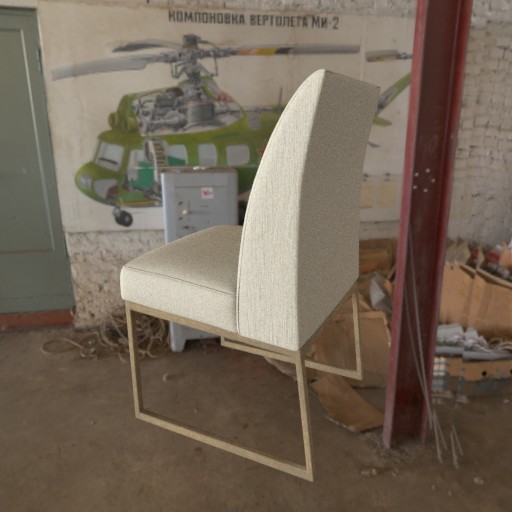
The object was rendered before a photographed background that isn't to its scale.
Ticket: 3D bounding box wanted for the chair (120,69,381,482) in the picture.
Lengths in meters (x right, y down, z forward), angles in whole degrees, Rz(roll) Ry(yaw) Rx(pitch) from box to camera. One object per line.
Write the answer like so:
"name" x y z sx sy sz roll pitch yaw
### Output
"chair" 0.000 0.000 1.182 0.522 0.863 0.508 8 19 25
